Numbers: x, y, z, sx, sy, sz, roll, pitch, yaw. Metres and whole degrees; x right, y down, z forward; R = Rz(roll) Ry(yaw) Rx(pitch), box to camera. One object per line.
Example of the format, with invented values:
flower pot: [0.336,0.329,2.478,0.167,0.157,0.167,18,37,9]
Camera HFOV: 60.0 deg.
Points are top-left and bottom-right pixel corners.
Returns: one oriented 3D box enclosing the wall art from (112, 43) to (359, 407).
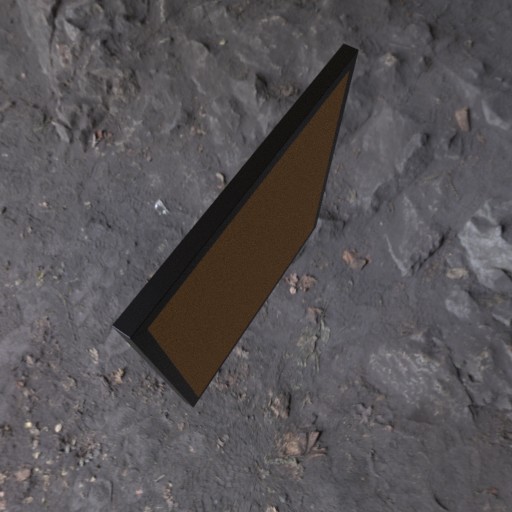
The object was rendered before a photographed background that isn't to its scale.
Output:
wall art: [0.000,0.000,1.167,0.038,0.765,0.765,30,67,14]
